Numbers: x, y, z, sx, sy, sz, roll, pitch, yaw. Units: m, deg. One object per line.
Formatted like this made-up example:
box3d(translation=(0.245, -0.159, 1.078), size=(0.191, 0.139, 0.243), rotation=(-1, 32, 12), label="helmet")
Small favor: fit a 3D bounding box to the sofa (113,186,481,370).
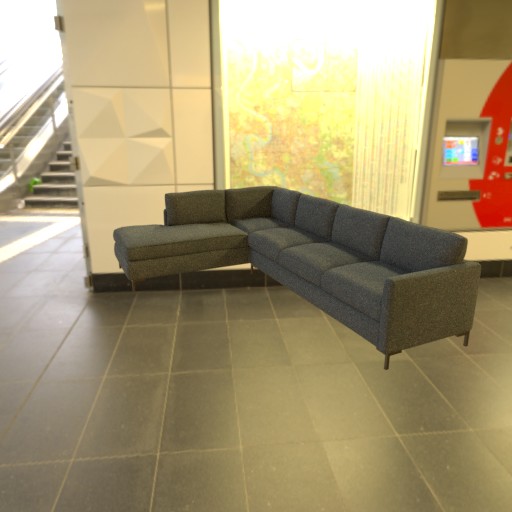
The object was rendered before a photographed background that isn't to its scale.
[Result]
box3d(translation=(0.000, 0.000, 3.872), size=(2.007, 0.815, 2.949), rotation=(-8, 19, -25), label="sofa")
